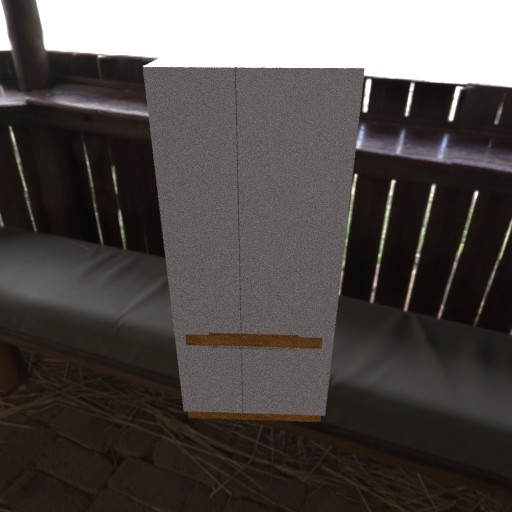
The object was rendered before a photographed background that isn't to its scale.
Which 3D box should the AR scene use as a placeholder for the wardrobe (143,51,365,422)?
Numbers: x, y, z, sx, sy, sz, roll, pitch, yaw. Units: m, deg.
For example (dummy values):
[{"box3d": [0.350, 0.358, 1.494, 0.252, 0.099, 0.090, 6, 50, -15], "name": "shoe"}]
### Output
[{"box3d": [0.000, 0.000, 2.488, 0.860, 2.040, 0.600, 1, 30, 2], "name": "wardrobe"}]
